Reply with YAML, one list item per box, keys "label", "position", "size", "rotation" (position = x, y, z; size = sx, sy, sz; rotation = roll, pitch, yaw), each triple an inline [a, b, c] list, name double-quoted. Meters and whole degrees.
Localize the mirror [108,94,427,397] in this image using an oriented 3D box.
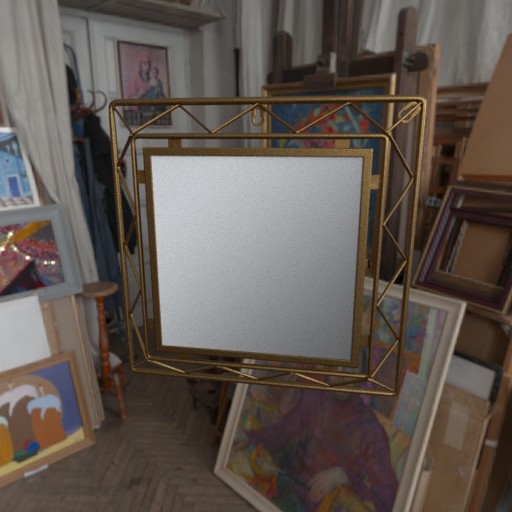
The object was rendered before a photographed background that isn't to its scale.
- label: "mirror"
  position: [0.000, 0.000, 0.606]
  size: [0.416, 0.414, 0.046]
  rotation: [3, 15, 9]
